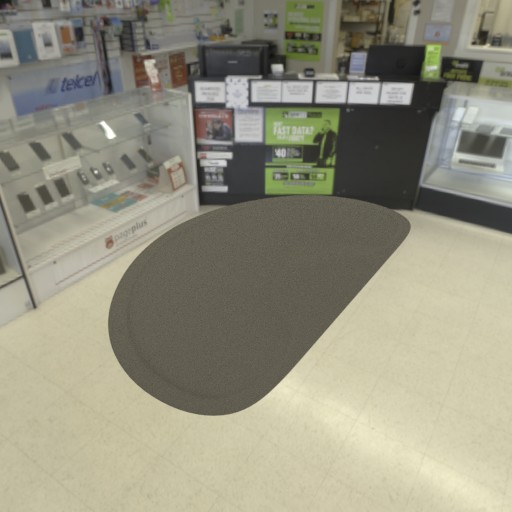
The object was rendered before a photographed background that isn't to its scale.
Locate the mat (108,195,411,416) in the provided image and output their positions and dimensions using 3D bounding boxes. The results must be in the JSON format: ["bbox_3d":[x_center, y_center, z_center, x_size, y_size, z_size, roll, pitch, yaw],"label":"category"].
[{"bbox_3d":[0.000,0.000,1.849,0.913,0.013,1.524,21,38,30],"label":"mat"}]
